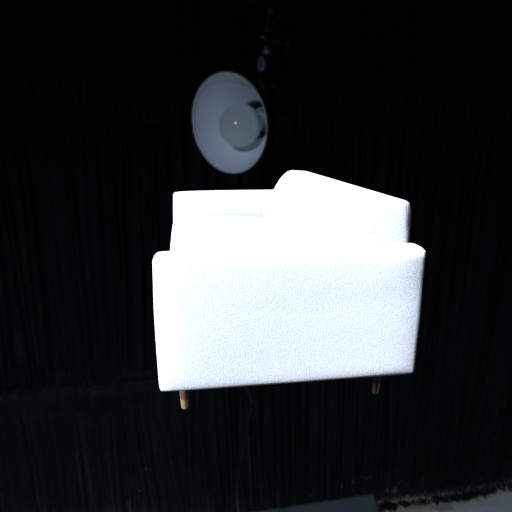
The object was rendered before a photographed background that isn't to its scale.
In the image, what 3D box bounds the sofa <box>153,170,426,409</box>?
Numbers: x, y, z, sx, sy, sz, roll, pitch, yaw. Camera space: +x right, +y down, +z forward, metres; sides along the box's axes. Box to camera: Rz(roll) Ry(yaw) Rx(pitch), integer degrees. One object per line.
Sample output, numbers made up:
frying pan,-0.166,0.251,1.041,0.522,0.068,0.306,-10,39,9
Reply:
sofa,0.000,0.000,2.433,0.969,0.814,1.895,-2,15,-8
